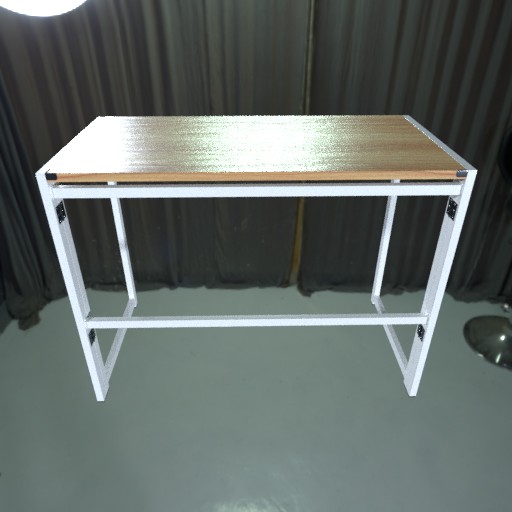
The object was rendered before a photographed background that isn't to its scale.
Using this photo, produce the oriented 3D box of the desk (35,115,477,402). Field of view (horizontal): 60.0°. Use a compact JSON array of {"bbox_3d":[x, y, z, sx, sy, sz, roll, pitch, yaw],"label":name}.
[{"bbox_3d":[0.000,0.000,1.428,1.016,0.762,0.508,-1,31,-1],"label":"desk"}]
